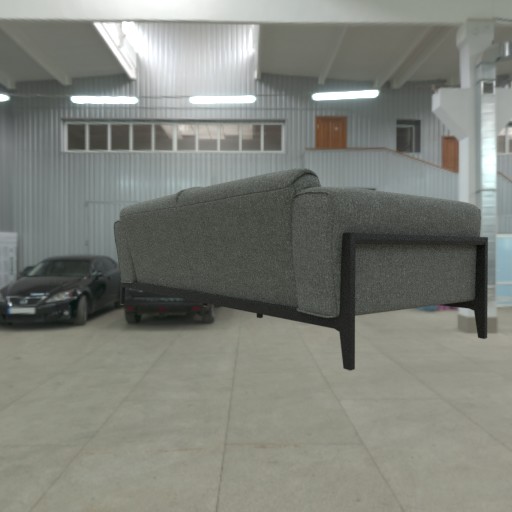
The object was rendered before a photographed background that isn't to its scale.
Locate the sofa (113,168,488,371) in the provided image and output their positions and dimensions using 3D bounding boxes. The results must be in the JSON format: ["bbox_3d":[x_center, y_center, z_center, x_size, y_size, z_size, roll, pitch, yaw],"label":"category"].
[{"bbox_3d":[0.000,0.000,2.489,0.985,0.703,2.125,-1,1,-36],"label":"sofa"}]
